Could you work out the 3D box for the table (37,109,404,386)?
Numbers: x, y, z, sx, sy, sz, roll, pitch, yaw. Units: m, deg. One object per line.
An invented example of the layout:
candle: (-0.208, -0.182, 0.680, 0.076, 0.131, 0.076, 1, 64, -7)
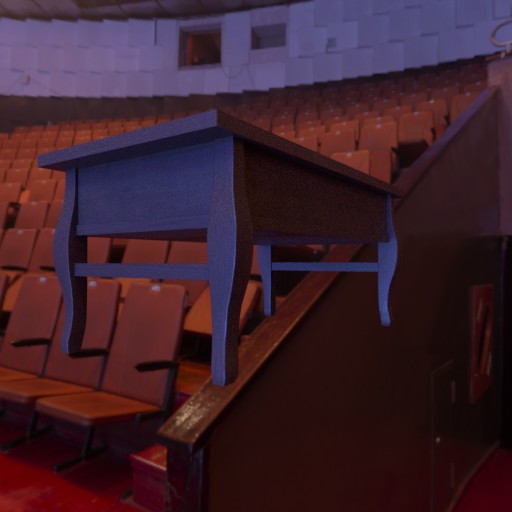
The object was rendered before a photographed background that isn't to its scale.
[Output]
table: (0.000, 0.000, 1.365, 0.600, 0.494, 1.062, 0, -1, 35)
